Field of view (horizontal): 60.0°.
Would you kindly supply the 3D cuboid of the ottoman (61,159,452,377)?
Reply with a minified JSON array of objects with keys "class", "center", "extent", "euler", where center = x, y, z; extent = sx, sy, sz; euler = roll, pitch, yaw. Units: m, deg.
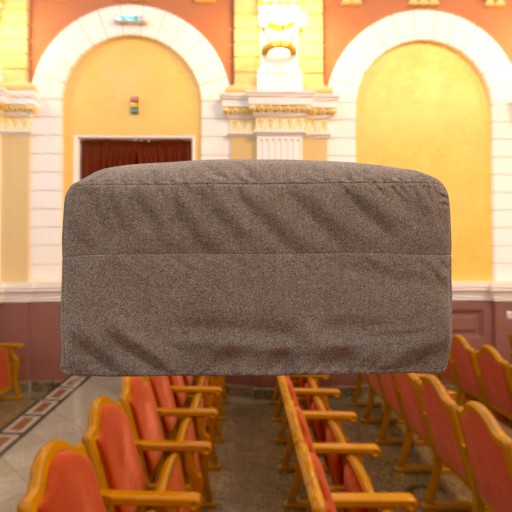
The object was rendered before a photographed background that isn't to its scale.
[{"class":"ottoman","center":[0.000,0.000,1.219],"extent":[0.837,0.481,0.683],"euler":[0,0,-1]}]
